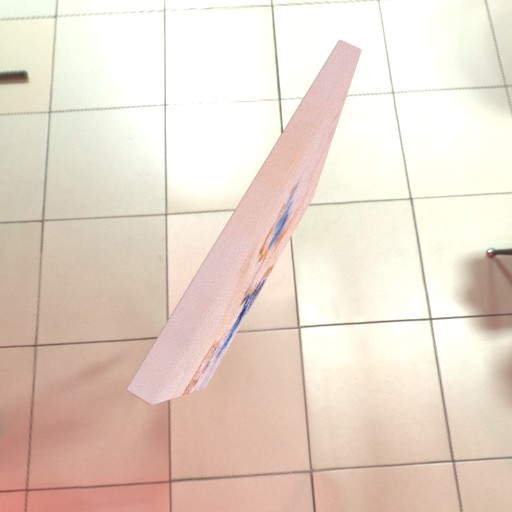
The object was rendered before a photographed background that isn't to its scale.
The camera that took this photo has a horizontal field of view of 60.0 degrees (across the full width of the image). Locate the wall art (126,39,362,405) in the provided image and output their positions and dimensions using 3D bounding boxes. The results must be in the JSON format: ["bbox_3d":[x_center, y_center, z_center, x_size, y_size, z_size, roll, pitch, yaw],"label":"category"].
[{"bbox_3d":[0.000,0.000,1.609,0.071,1.061,1.061,29,77,7],"label":"wall art"}]
